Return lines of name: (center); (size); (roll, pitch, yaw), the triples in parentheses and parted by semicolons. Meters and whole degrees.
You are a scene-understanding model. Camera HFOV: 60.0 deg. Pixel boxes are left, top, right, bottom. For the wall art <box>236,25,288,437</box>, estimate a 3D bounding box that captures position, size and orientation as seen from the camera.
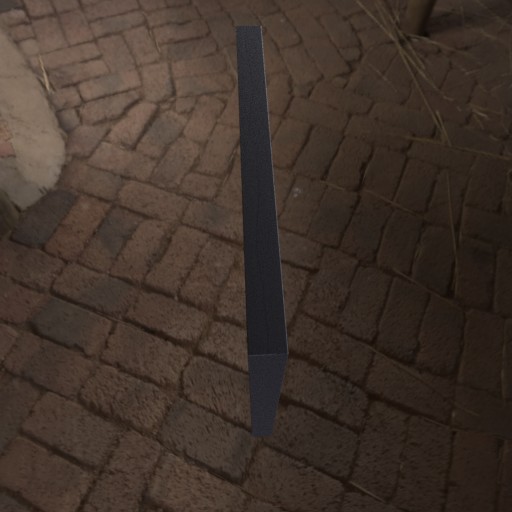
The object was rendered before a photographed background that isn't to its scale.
wall art: (0.000, 0.000, 0.758); (0.038, 0.507, 0.507); (-2, 60, -1)
